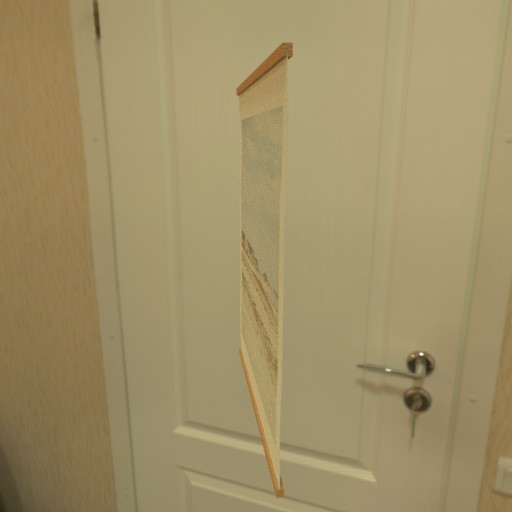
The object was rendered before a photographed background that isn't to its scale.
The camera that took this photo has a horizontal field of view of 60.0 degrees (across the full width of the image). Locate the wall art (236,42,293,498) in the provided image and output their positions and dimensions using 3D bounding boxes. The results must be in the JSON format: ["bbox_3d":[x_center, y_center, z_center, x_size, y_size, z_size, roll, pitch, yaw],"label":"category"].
[{"bbox_3d":[0.000,0.000,0.785,0.011,0.605,0.458,-2,15,-9],"label":"wall art"}]
